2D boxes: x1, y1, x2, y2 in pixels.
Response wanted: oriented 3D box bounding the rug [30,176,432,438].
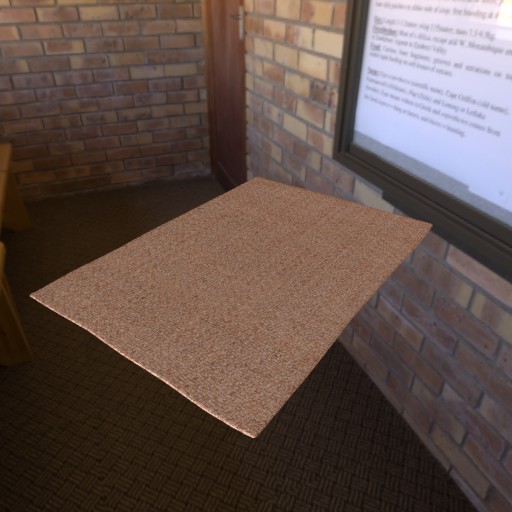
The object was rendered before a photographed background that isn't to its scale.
[{"bbox_3d":[0.000,0.000,2.786,1.566,0.013,2.141,21,38,30],"label":"rug"}]
